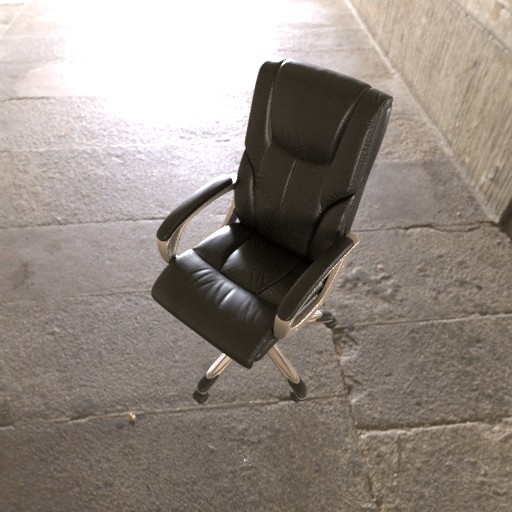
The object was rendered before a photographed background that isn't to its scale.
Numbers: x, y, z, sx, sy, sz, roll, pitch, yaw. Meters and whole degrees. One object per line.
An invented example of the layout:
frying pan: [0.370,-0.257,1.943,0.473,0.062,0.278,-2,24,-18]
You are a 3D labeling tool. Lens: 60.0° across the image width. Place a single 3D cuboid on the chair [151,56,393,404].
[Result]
chair: [0.000,0.000,1.633,0.700,1.145,0.780,31,54,26]
